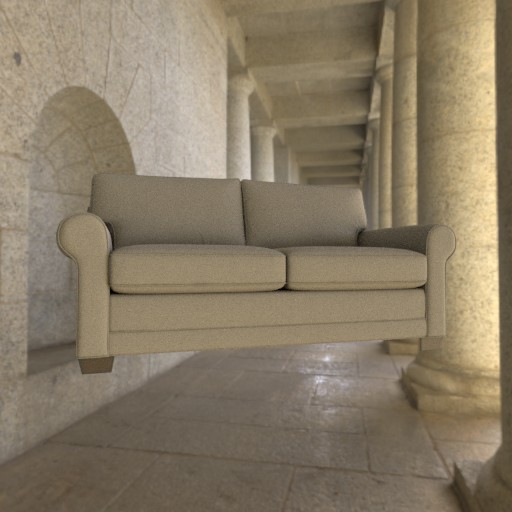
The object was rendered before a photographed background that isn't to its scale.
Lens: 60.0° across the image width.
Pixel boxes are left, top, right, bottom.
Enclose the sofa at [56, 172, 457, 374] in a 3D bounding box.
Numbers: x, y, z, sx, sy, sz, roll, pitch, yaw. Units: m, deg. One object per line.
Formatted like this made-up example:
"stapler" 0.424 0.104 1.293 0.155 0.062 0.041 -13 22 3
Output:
"sofa" 0.000 0.000 2.389 1.930 0.952 0.940 0 -1 -18
